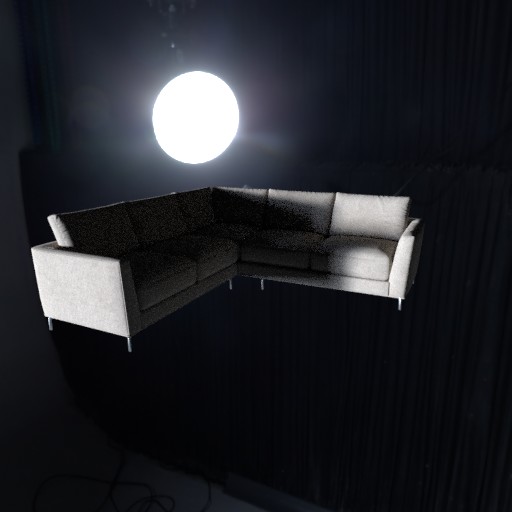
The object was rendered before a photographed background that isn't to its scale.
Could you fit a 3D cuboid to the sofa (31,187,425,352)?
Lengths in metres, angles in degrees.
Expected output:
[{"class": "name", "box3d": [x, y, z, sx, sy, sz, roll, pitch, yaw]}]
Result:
[{"class": "sofa", "box3d": [0.000, 0.000, 3.708, 2.438, 0.864, 2.438, 7, 17, 25]}]
